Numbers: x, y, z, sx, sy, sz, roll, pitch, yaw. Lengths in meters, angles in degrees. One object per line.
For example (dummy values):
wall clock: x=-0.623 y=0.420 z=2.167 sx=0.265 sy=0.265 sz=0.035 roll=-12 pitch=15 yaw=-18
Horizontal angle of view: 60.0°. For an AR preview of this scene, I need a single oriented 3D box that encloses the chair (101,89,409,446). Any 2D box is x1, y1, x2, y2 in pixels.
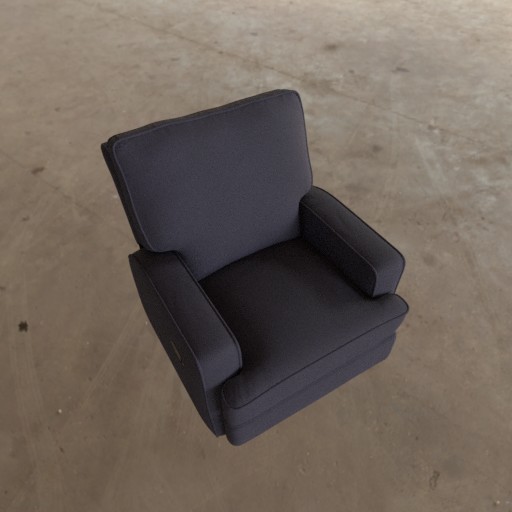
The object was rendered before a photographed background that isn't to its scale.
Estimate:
chair: x=0.000 y=0.000 z=1.706 sx=0.861 sy=0.962 sz=0.964 roll=-24 pitch=51 yaw=-21
